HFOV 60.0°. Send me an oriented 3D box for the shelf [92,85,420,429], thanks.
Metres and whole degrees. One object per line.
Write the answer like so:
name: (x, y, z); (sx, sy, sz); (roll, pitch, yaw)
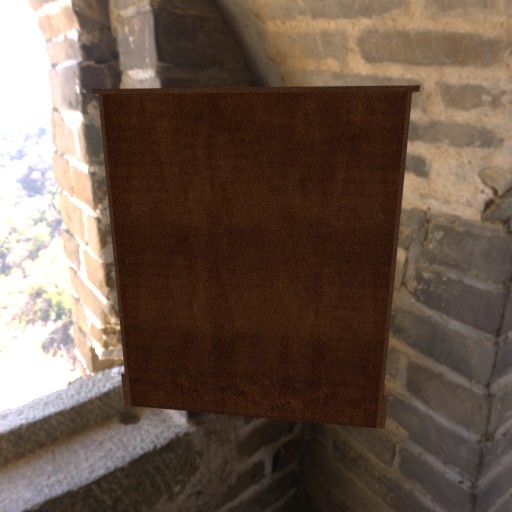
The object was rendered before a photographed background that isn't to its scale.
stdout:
shelf: (0.000, 0.000, 1.402); (0.840, 0.980, 0.291); (2, 17, 8)
